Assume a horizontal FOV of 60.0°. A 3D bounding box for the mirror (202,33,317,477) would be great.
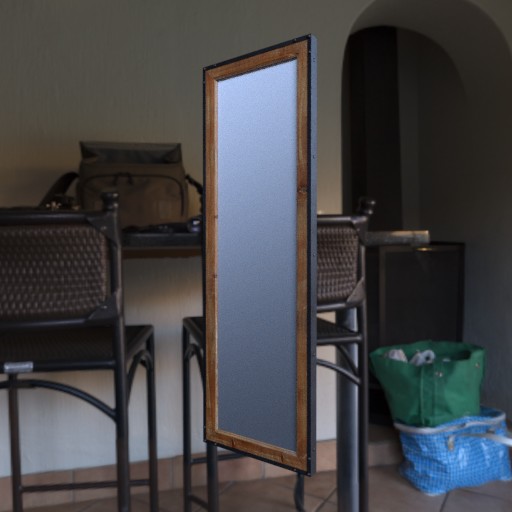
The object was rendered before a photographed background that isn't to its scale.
[{"bbox_3d":[0.000,0.000,1.186,0.354,1.080,0.042,0,1,35],"label":"mirror"}]
